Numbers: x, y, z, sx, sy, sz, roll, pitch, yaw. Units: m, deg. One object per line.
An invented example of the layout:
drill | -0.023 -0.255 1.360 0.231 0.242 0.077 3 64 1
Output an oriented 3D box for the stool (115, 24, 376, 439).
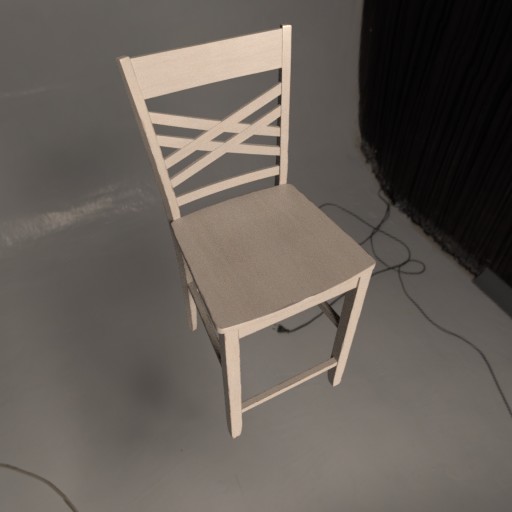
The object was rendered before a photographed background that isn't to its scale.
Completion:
stool | 0.000 0.000 1.322 0.462 1.079 0.539 -21 50 -19
